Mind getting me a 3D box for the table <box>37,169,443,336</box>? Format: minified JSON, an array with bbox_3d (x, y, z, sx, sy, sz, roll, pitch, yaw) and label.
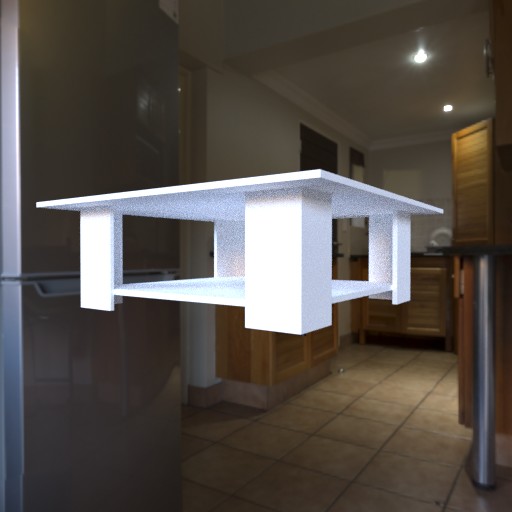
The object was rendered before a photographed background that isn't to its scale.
[{"bbox_3d":[0.000,0.000,1.361,0.890,0.305,0.890,0,1,35],"label":"table"}]
